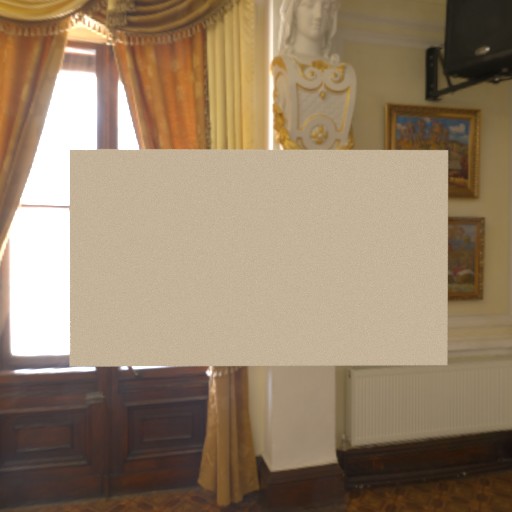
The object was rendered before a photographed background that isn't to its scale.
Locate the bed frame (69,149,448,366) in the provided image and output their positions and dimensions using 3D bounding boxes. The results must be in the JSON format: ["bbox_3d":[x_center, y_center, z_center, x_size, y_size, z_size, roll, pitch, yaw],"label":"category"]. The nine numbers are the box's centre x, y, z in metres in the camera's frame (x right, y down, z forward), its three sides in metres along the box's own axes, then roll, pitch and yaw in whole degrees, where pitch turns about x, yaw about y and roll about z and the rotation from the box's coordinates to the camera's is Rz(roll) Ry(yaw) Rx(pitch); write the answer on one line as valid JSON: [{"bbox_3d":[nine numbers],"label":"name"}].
[{"bbox_3d":[0.000,0.000,2.588,1.400,0.800,1.900,0,0,-1],"label":"bed frame"}]
